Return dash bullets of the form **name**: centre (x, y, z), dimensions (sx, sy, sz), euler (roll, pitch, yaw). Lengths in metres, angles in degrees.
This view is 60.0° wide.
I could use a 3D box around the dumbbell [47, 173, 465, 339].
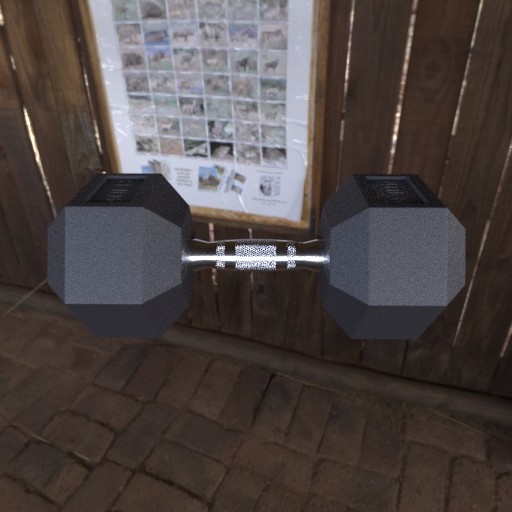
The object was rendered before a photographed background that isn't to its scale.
- **dumbbell**: centre (0.000, 0.000, 0.424), dimensions (0.361, 0.137, 0.157), euler (0, 30, 0)
